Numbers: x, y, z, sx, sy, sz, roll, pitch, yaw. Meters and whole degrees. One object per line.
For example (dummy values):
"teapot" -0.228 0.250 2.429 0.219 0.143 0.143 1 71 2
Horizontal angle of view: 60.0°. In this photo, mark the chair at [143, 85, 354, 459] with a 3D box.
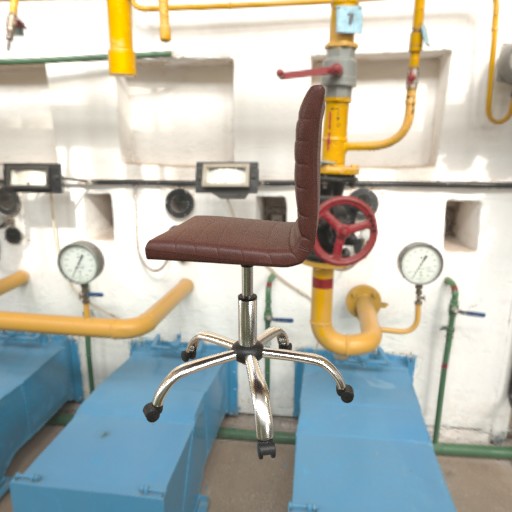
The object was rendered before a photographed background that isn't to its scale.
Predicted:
"chair" 0.000 0.000 1.134 0.530 0.780 0.556 2 14 8
